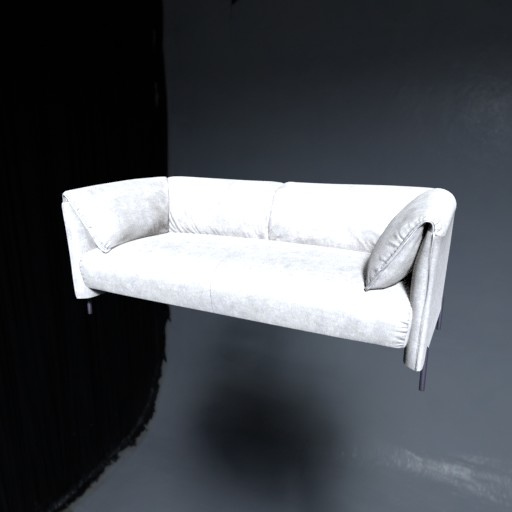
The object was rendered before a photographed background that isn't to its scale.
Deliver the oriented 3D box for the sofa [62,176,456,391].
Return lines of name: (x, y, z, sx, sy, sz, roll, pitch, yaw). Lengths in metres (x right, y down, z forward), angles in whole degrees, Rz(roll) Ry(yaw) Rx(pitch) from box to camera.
sofa: (0.000, 0.000, 2.363, 1.878, 0.747, 0.905, 7, 16, 26)
